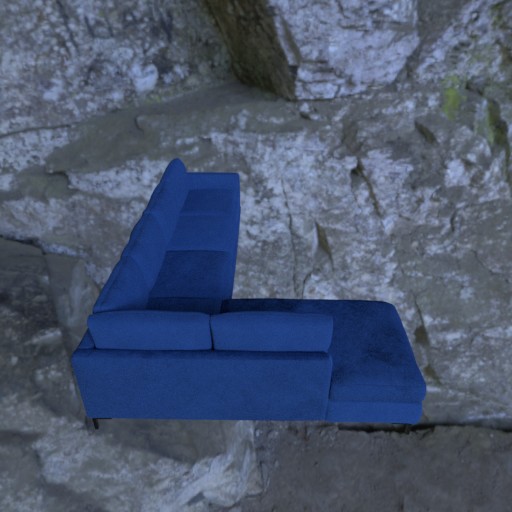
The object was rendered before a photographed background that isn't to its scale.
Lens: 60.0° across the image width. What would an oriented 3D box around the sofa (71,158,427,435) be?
[{"bbox_3d":[0.000,0.000,3.752,2.007,0.815,2.949,0,31,1],"label":"sofa"}]
